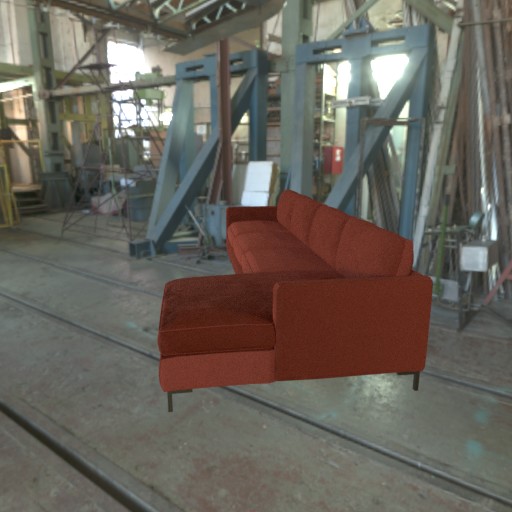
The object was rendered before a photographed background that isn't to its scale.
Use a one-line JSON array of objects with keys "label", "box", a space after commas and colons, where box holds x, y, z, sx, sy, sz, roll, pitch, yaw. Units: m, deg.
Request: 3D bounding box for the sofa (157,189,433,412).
[{"label": "sofa", "box": [0.000, 0.000, 3.489, 1.350, 0.810, 2.932, -2, 14, -8]}]
